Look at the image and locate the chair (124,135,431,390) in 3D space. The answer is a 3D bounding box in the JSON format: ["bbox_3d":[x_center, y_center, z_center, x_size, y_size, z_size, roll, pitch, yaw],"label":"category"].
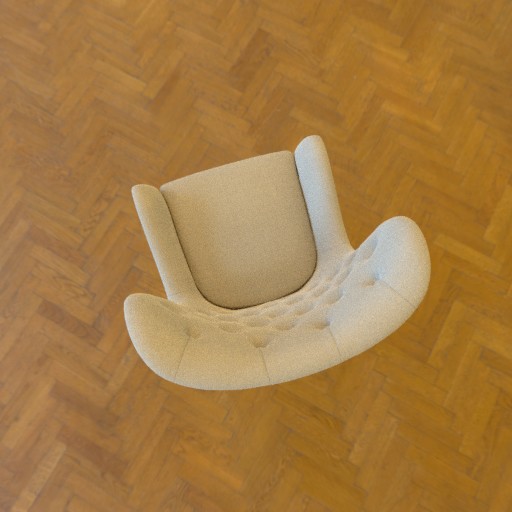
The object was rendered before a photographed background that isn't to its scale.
[{"bbox_3d":[0.000,0.000,1.723,0.831,1.079,0.929,-16,76,-4],"label":"chair"}]
